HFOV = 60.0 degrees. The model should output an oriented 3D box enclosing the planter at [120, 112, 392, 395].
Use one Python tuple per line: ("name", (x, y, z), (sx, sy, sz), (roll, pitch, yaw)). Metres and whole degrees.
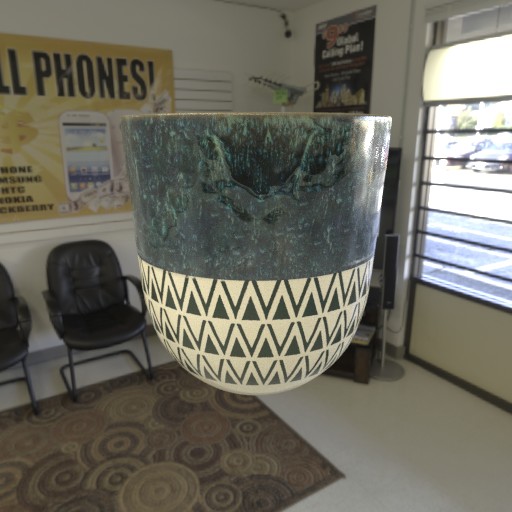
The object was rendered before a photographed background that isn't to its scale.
("planter", (0.000, 0.000, 0.360), (0.195, 0.214, 0.195), (0, 16, 0))
